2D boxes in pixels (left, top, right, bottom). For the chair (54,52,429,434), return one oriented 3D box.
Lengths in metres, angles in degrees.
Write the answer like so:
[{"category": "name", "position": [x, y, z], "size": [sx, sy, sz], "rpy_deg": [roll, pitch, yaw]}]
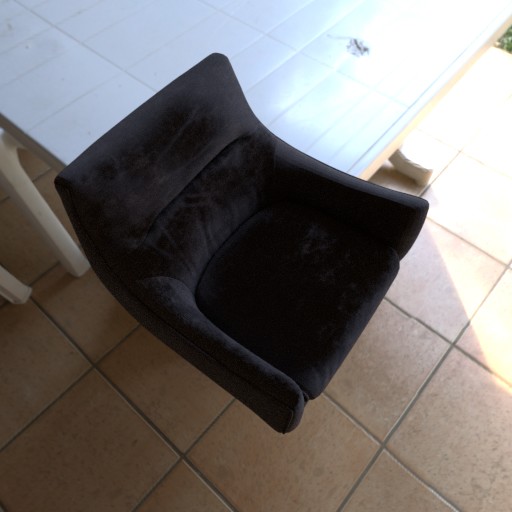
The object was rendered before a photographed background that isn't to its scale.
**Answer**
[{"category": "chair", "position": [0.000, 0.000, 1.395], "size": [0.787, 0.838, 0.762], "rpy_deg": [31, 63, 18]}]
